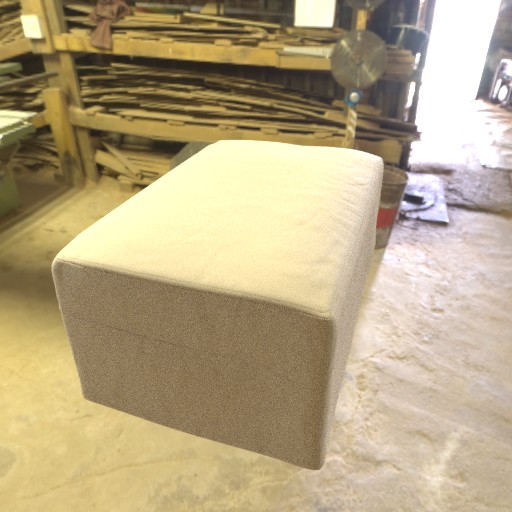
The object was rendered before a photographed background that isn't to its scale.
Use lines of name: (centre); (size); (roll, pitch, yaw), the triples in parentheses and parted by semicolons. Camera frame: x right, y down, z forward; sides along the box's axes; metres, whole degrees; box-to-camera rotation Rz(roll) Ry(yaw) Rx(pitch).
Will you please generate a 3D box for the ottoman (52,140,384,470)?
ottoman: (0.000, 0.000, 1.186); (0.590, 0.444, 0.872); (10, 32, 16)
